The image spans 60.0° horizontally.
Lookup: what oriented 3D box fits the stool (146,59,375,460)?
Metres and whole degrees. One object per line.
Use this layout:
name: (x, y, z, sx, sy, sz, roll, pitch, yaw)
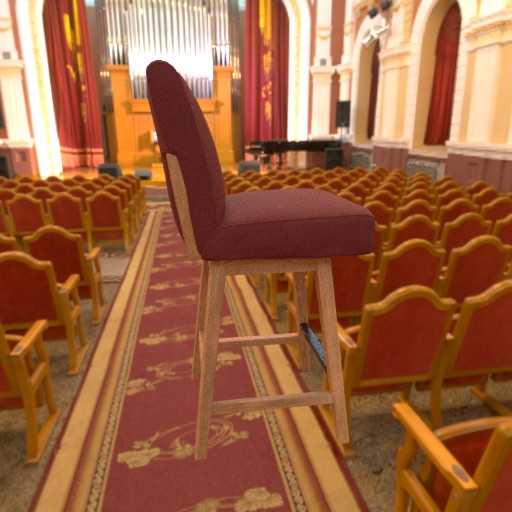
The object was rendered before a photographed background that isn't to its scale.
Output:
stool: (0.000, 0.000, 1.329, 0.562, 1.038, 0.468, -3, 16, -9)
